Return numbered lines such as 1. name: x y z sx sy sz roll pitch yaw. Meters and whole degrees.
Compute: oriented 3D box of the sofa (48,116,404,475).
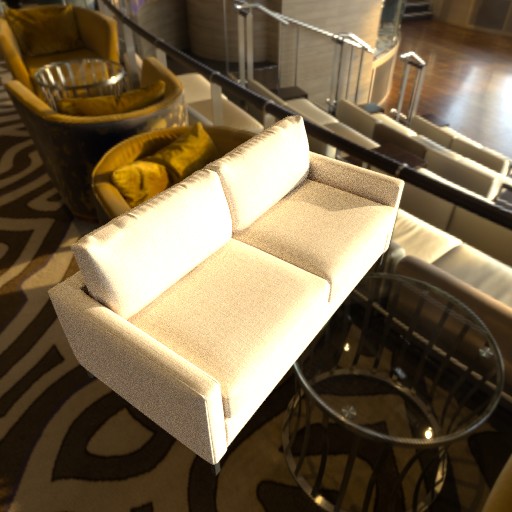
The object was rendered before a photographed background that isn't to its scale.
1. sofa: 0.000 0.000 2.137 0.839 0.812 1.651 25 46 27
